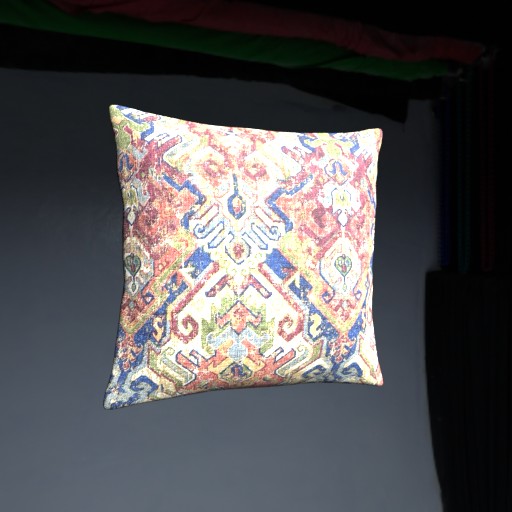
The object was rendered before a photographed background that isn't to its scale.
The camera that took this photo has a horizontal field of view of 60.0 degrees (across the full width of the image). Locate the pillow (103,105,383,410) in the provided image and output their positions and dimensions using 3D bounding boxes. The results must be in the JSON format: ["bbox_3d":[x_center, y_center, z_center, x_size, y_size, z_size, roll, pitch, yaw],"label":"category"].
[{"bbox_3d":[0.000,0.000,0.804,0.523,0.506,0.166,0,0,-16],"label":"pillow"}]
